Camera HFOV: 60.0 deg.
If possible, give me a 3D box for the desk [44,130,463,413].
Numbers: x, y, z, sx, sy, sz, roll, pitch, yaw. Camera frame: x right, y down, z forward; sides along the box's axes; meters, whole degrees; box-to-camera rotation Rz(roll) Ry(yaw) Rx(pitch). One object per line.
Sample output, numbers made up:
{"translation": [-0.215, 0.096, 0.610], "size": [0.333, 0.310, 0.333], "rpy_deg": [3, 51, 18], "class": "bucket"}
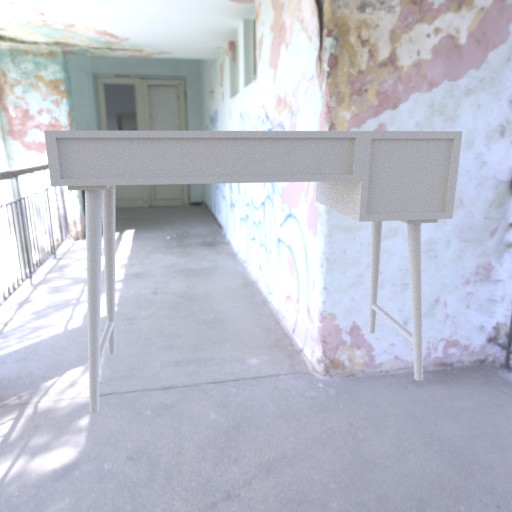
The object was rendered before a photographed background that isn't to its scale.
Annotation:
{"translation": [0.000, 0.000, 1.409], "size": [1.069, 0.761, 0.409], "rpy_deg": [-3, 15, -10], "class": "desk"}
